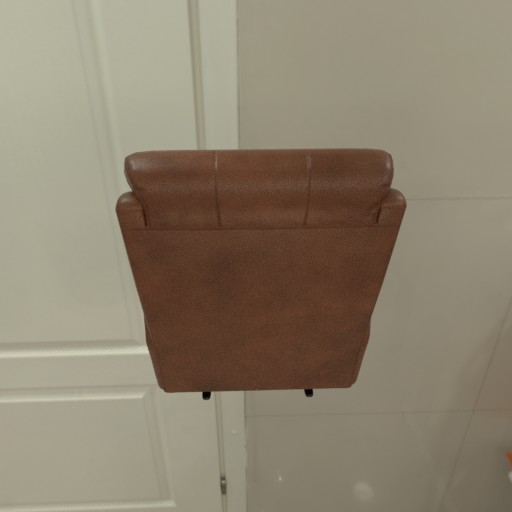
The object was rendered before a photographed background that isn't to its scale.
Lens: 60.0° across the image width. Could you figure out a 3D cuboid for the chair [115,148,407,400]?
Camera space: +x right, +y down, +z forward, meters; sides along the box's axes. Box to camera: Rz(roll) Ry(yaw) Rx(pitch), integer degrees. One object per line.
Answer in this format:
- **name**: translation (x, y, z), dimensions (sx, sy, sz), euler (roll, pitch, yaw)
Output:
- **chair**: translation (0.000, 0.000, 1.675), dimensions (0.787, 1.016, 0.939), euler (-1, 29, -2)
